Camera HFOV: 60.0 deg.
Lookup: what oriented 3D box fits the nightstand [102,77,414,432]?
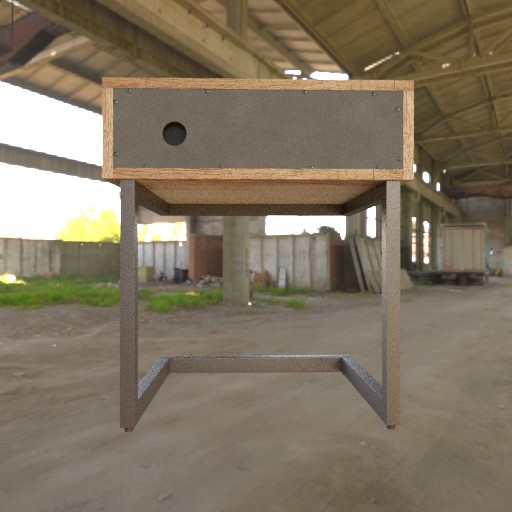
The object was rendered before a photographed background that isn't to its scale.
[{"bbox_3d":[0.000,0.000,1.029,0.558,0.632,0.481,0,0,-1],"label":"nightstand"}]
